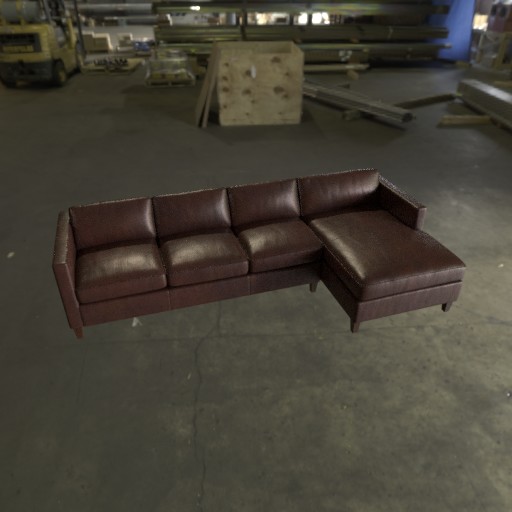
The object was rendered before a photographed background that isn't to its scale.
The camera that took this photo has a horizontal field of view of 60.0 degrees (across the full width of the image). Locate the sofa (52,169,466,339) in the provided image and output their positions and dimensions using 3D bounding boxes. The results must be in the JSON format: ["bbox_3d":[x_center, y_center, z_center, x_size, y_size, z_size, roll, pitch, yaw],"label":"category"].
[{"bbox_3d":[0.000,0.000,3.890,3.203,0.883,1.581,-10,33,-15],"label":"sofa"}]
